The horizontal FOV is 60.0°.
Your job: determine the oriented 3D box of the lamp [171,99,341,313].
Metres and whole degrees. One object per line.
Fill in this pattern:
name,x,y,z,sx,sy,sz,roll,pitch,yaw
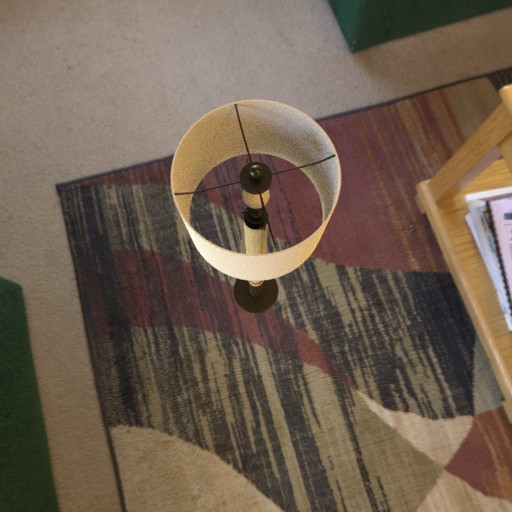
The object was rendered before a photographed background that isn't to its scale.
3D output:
lamp,0.000,0.000,1.681,0.381,1.478,0.381,-33,78,-8
